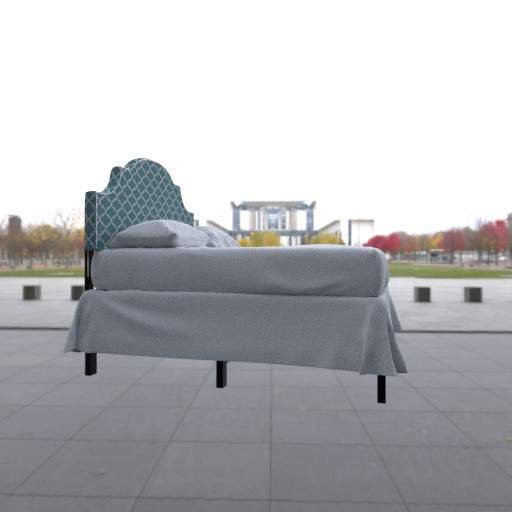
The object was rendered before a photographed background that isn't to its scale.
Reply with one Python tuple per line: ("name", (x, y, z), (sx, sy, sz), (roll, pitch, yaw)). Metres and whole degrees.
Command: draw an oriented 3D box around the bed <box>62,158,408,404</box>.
("bed", (0.000, 0.000, 3.497), (2.222, 1.633, 1.780), (0, 0, 17))
